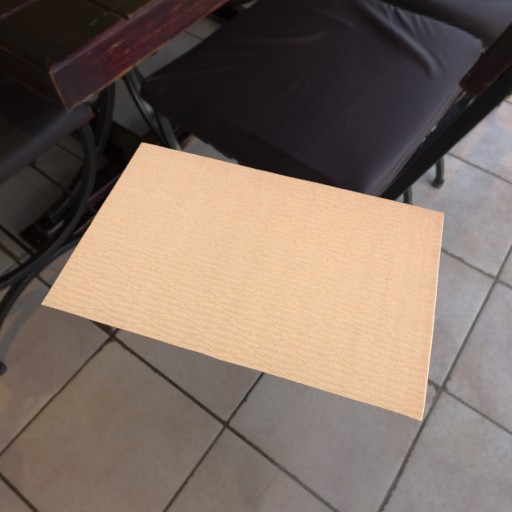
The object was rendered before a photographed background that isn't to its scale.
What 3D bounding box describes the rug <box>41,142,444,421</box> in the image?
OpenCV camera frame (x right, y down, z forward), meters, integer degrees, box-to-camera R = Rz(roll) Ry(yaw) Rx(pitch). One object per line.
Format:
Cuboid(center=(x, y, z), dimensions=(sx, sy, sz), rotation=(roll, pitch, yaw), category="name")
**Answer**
Cuboid(center=(0.000, 0.000, 3.059), dimensions=(2.441, 0.014, 1.531), rotation=(15, 60, 9), category="rug")
